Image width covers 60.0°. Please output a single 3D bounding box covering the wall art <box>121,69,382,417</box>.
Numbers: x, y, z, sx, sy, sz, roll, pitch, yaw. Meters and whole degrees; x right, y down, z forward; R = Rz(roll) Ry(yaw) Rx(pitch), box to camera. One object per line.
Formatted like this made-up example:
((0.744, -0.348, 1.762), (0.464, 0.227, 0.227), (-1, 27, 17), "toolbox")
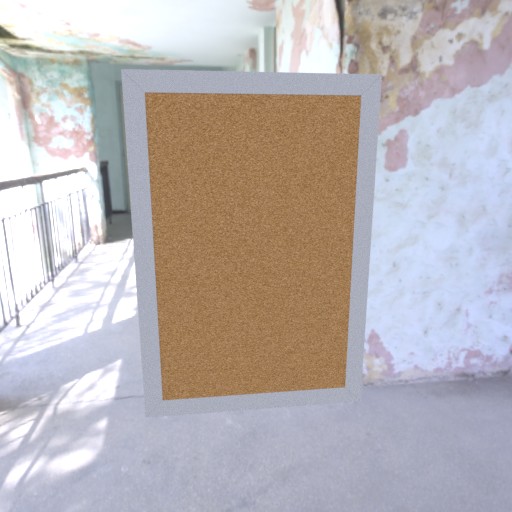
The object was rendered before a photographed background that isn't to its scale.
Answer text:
((0.000, 0.000, 0.851), (0.454, 0.659, 0.011), (-2, 14, -7), "wall art")
